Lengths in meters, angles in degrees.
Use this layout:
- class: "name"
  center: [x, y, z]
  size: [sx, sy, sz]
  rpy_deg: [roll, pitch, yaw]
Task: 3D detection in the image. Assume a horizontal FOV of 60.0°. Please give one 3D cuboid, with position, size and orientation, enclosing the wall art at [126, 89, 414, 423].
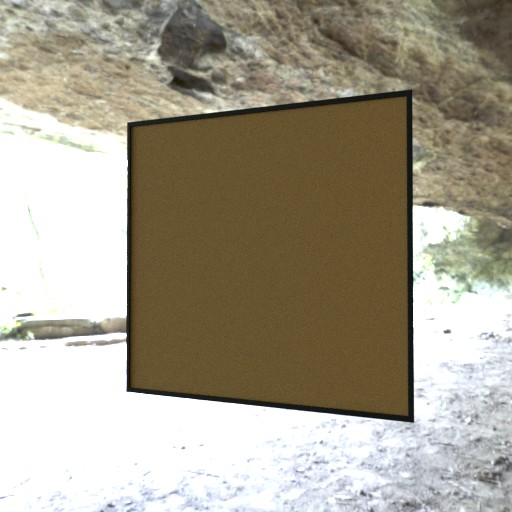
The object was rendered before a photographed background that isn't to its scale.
- class: "wall art"
  center: [0.000, 0.000, 0.685]
  size: [0.458, 0.457, 0.013]
  rpy_deg: [0, -1, 18]
